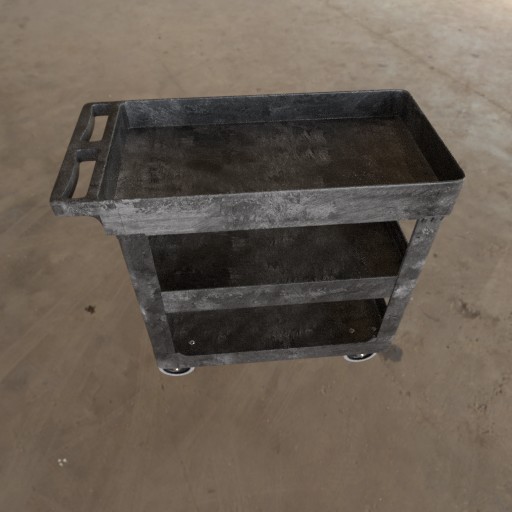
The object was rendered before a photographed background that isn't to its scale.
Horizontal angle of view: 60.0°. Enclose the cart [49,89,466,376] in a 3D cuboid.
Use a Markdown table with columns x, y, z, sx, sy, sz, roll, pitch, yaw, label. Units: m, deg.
| x | y | z | sx | sy | sz | roll | pitch | yaw | label |
| --- | --- | --- | --- | --- | --- | --- | --- | --- | --- |
| 0.000 | 0.000 | 1.351 | 0.877 | 0.824 | 0.420 | -4 | 47 | -3 | cart |
